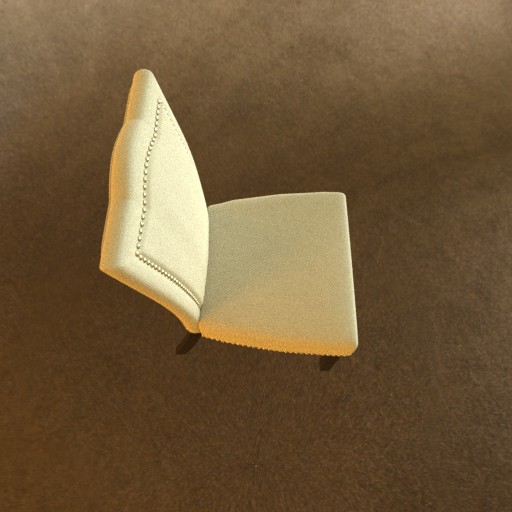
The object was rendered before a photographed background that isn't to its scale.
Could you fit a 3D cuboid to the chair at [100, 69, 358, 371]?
[{"bbox_3d":[0.000,0.000,1.291,0.589,0.946,0.518,1,65,0],"label":"chair"}]
